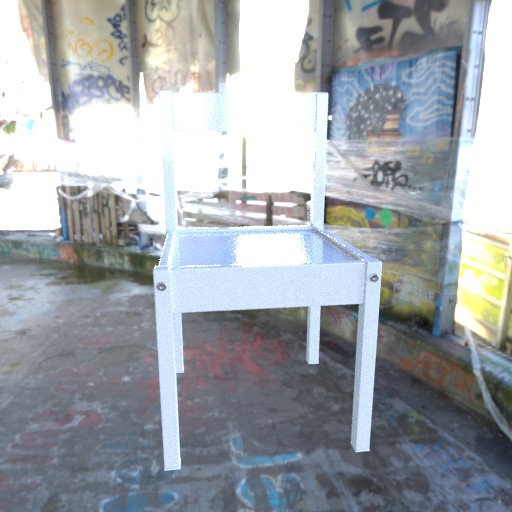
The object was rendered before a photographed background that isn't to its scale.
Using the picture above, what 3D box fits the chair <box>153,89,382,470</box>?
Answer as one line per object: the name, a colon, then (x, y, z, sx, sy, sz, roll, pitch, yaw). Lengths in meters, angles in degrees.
chair: (0.000, 0.000, 0.679, 0.285, 0.505, 0.285, -2, 14, -8)
